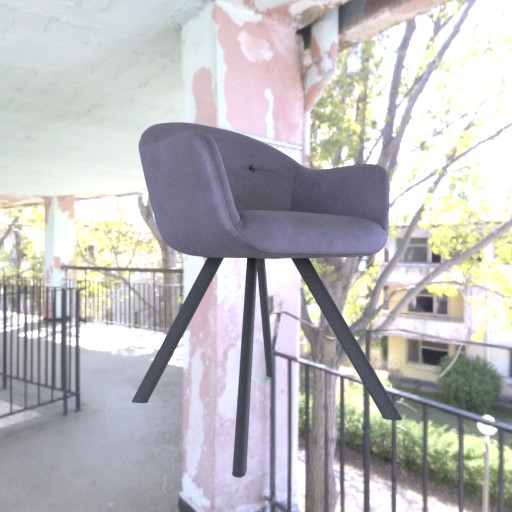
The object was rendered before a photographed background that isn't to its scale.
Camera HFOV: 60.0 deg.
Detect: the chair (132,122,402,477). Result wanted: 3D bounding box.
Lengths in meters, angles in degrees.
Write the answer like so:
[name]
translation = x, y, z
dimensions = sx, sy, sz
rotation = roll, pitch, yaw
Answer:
[chair]
translation = 0.000, 0.000, 1.138
dimensions = 0.567, 0.781, 0.544
rotation = 0, 0, -36
